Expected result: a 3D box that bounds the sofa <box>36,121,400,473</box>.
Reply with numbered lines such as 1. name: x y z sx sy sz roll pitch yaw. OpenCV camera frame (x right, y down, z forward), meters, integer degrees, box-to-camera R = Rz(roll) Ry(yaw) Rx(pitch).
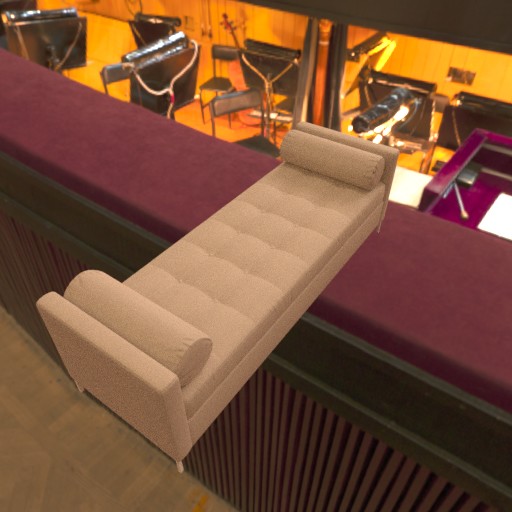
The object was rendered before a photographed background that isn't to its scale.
1. sofa: 0.000 0.000 2.349 0.686 0.635 1.981 25 47 26
